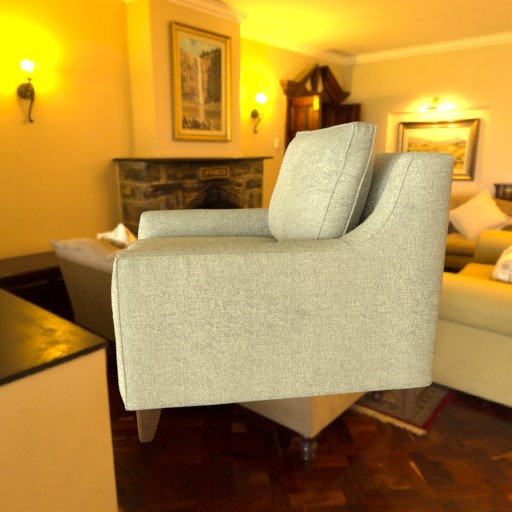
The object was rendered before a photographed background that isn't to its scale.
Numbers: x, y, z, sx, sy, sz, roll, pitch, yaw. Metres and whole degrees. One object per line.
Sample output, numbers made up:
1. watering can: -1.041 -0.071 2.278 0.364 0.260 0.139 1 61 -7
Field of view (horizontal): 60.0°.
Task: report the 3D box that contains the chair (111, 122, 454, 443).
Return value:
1. chair: 0.000 0.000 1.535 0.918 0.864 0.838 -2 13 -9
